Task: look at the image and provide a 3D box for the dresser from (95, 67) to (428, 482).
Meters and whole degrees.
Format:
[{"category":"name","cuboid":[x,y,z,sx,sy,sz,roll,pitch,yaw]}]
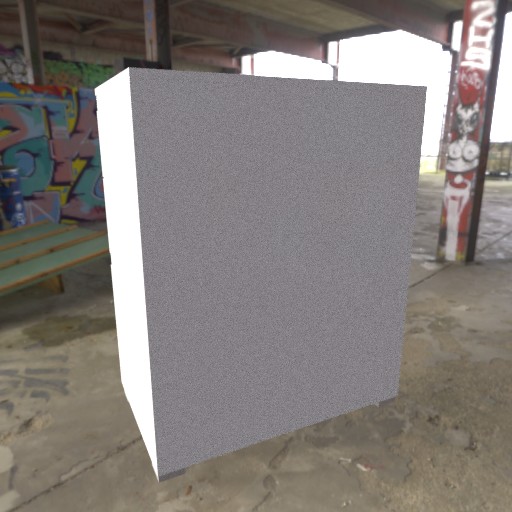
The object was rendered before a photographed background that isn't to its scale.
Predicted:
[{"category":"dresser","cuboid":[0.000,0.000,1.119,0.650,0.800,0.400,-8,17,-25]}]
